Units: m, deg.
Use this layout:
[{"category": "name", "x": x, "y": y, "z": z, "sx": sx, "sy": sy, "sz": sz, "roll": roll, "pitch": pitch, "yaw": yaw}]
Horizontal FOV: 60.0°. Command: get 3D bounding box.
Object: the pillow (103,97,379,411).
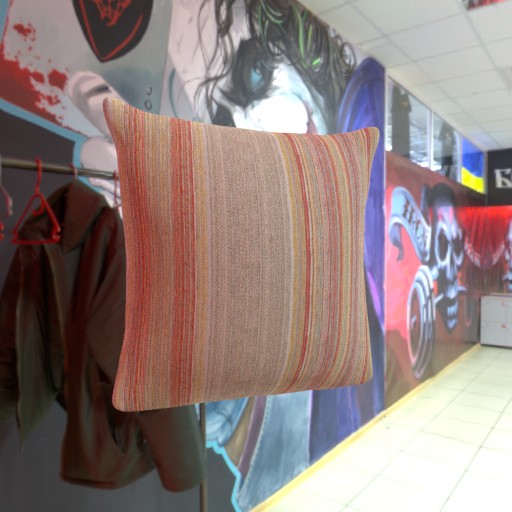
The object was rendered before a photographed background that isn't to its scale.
[{"category": "pillow", "x": 0.000, "y": 0.000, "z": 0.694, "sx": 0.451, "sy": 0.449, "sz": 0.191, "roll": 0, "pitch": 1, "yaw": -19}]
